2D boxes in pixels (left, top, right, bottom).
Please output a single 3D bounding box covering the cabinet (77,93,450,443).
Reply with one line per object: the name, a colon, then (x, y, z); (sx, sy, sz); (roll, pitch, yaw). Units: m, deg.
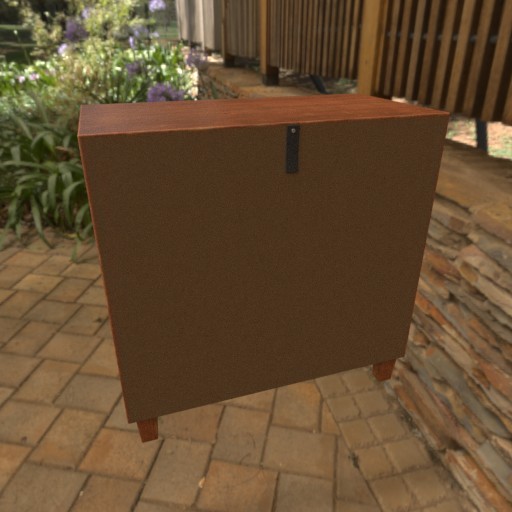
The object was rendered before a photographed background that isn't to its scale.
cabinet: (0.000, 0.000, 1.233); (0.796, 0.785, 0.412); (-9, 28, -17)
